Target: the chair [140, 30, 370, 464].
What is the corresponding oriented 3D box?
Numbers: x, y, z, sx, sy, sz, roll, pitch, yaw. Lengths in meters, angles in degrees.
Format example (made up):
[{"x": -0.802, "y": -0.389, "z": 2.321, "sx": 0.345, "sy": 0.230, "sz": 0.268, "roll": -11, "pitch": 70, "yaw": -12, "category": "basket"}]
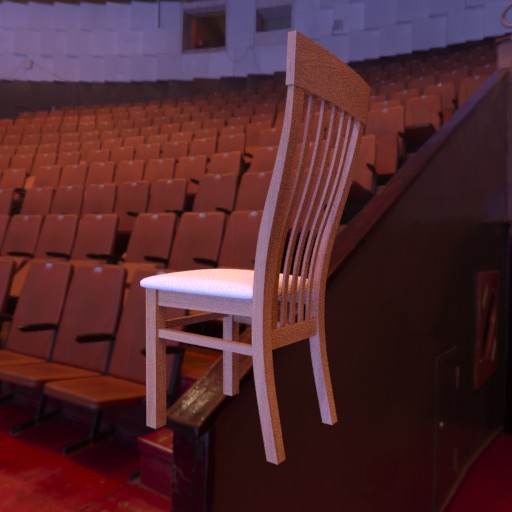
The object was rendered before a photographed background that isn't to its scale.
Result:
[{"x": 0.000, "y": 0.000, "z": 1.368, "sx": 0.580, "sy": 1.050, "sz": 0.450, "roll": 1, "pitch": 1, "yaw": 36, "category": "chair"}]
